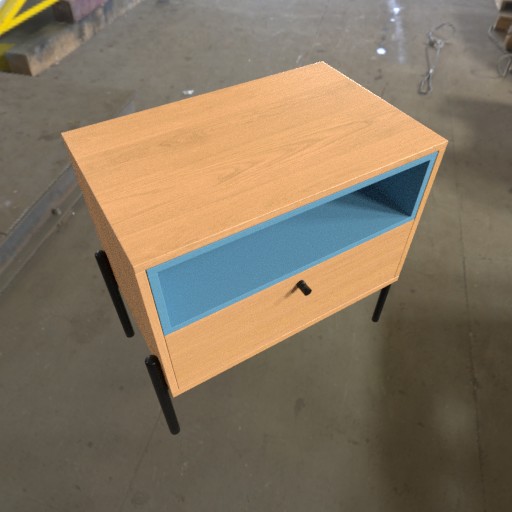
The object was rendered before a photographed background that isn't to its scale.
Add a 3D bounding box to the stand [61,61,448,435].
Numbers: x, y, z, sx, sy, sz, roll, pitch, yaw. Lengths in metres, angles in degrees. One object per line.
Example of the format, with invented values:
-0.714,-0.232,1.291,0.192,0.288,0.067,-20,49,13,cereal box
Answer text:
0.000,0.000,1.002,0.630,0.600,0.400,-24,52,-20,stand
